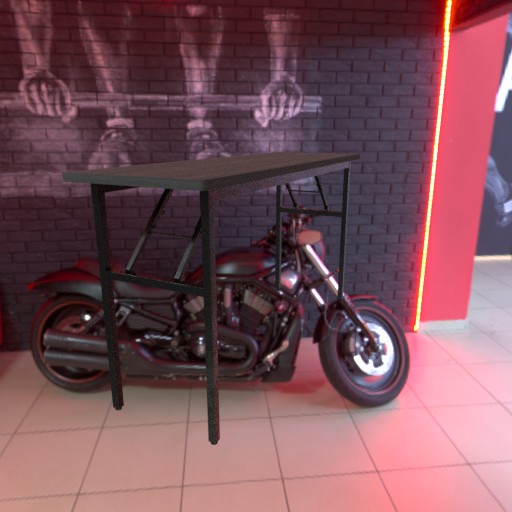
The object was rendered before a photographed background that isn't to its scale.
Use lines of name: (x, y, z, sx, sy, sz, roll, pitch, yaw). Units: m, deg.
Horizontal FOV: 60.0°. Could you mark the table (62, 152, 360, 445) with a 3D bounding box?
table: (0.000, 0.000, 1.773, 0.449, 0.750, 1.399, 8, 17, 26)
